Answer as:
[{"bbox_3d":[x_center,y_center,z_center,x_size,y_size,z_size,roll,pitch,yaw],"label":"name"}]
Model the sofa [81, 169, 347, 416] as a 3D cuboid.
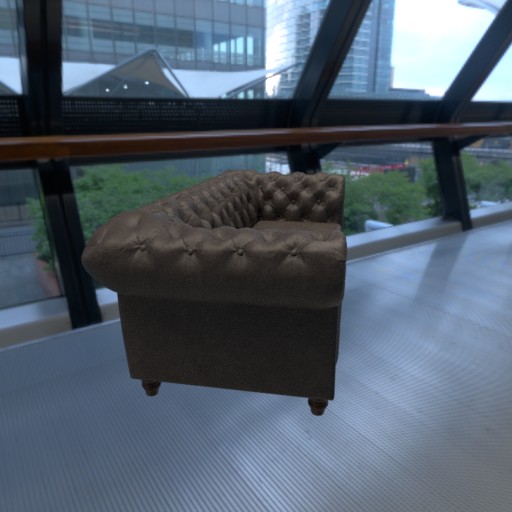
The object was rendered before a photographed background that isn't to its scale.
[{"bbox_3d":[0.000,0.000,2.450,0.944,0.779,2.048,3,17,10],"label":"sofa"}]
